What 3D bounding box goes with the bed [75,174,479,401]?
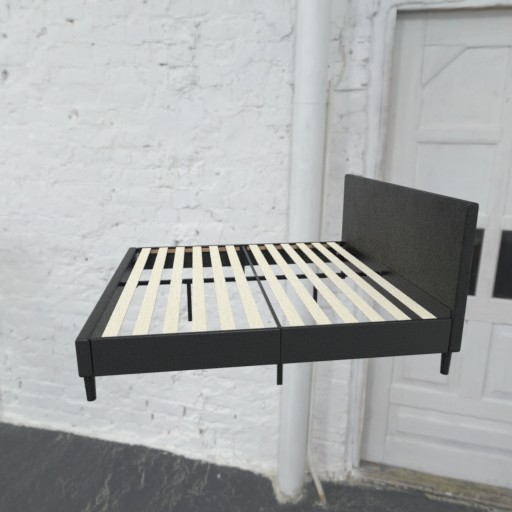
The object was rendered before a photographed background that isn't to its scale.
[{"bbox_3d":[0.000,0.000,3.336,2.152,1.046,2.018,-2,15,-8],"label":"bed"}]
